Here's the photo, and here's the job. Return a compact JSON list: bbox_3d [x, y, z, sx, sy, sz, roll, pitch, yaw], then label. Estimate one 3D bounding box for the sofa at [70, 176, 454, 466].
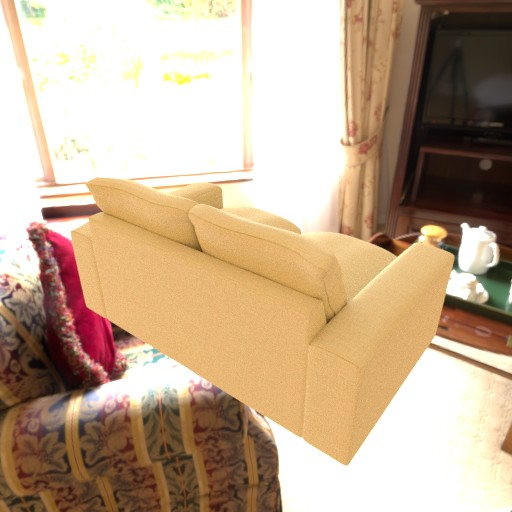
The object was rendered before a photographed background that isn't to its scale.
[{"bbox_3d":[0.000,0.000,2.371,1.754,0.875,1.091,21,35,33],"label":"sofa"}]
